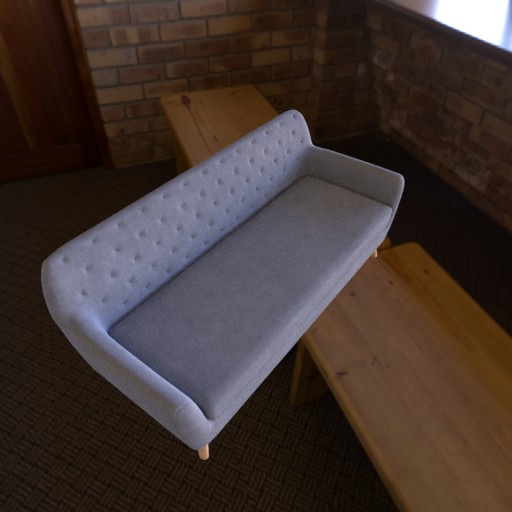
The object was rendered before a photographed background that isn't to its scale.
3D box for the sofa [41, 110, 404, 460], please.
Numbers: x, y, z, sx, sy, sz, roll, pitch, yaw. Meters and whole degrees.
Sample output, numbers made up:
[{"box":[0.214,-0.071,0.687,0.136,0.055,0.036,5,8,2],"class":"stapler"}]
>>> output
[{"box":[0.000,0.000,2.399,0.830,0.830,1.970,27,49,27],"class":"sofa"}]
